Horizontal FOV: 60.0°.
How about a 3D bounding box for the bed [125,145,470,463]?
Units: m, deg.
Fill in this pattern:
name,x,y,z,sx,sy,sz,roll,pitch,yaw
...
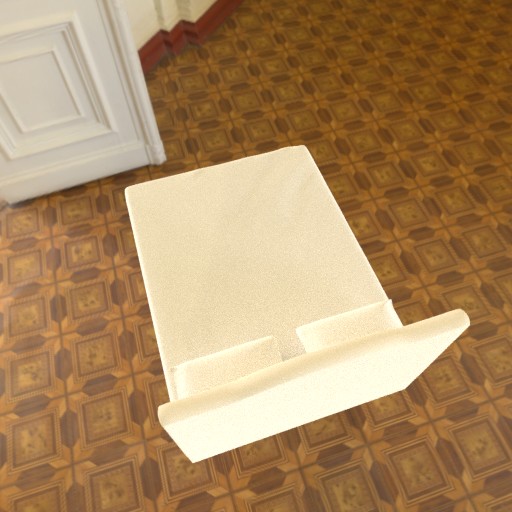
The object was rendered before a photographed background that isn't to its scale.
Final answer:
name,x,y,z,sx,sy,sz,roll,pitch,yaw
bed,0.000,0.000,3.343,1.821,1.436,2.282,-16,59,-9
